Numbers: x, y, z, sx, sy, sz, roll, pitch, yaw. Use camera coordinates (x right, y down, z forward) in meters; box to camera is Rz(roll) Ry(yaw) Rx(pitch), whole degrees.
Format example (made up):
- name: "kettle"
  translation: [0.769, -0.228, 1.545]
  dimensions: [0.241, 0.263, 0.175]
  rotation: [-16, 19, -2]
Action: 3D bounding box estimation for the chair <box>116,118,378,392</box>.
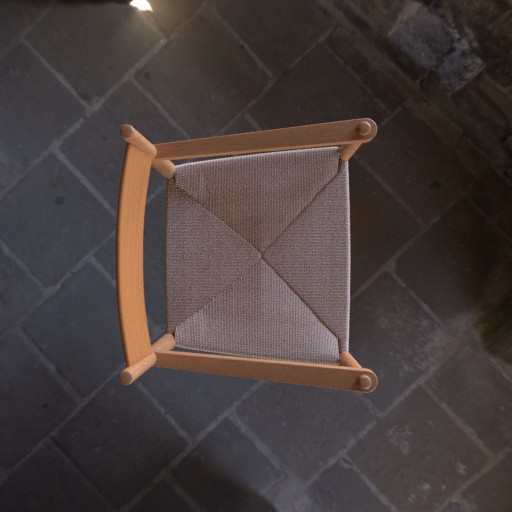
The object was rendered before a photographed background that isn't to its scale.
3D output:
- name: "chair"
  translation: [0.000, 0.000, 1.140]
  dimensions: [0.495, 0.762, 0.556]
  rotation: [0, 90, 0]
